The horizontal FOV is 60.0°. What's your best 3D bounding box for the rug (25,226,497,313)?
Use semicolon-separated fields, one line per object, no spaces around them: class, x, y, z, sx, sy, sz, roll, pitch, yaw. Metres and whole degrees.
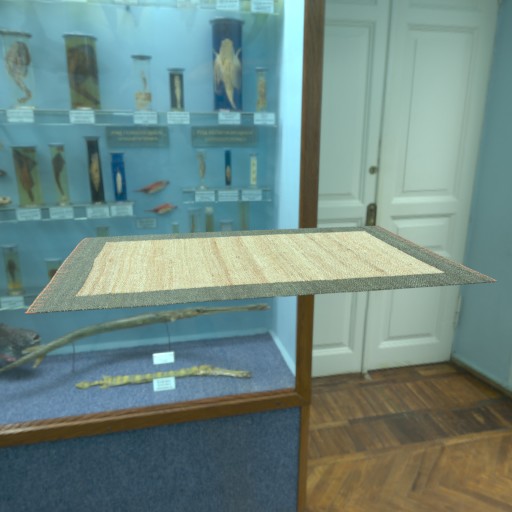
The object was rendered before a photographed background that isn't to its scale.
rug;0.000;0.000;2.926;2.435;0.006;1.521;-3;16;-10
